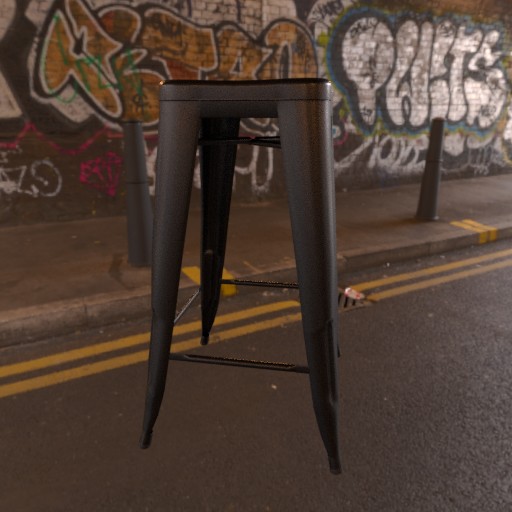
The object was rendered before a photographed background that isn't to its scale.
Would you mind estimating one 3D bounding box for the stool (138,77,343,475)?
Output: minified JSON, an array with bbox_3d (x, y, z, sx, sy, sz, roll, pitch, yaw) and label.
[{"bbox_3d":[0.000,0.000,0.842,0.359,0.609,0.399,3,18,9],"label":"stool"}]
